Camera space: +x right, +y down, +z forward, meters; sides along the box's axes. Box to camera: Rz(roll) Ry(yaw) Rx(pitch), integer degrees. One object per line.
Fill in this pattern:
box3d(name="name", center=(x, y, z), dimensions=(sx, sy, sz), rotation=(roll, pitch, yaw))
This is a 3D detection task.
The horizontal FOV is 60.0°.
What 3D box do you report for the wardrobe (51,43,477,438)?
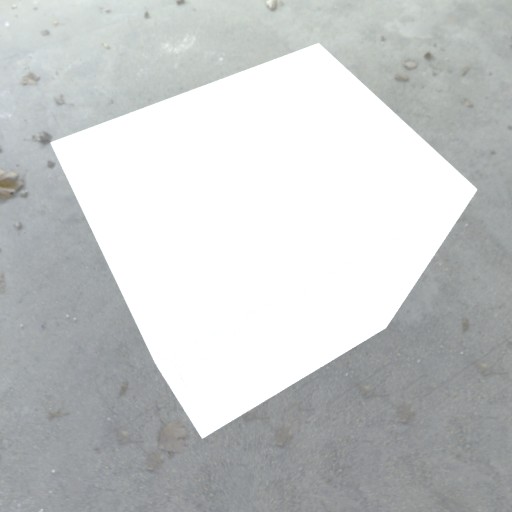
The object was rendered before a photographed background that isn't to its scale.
box3d(name="wardrobe", center=(0.000, 0.000, 0.879), dimensions=(0.500, 0.520, 0.400), rotation=(-27, 62, -15))
